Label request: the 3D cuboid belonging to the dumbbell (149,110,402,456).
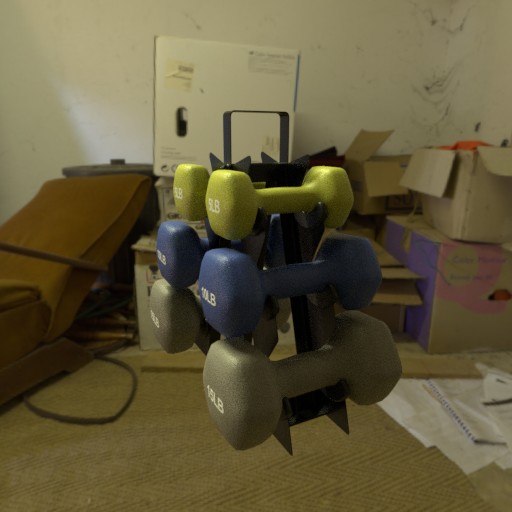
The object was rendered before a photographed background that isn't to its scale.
[{"bbox_3d":[0.000,0.000,0.686,0.261,0.426,0.416,-8,17,-26],"label":"dumbbell"}]
